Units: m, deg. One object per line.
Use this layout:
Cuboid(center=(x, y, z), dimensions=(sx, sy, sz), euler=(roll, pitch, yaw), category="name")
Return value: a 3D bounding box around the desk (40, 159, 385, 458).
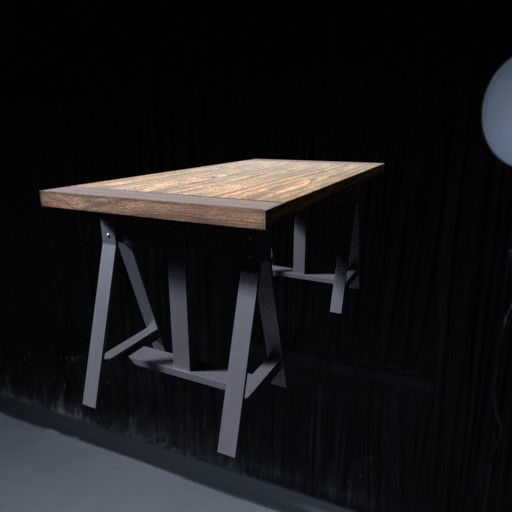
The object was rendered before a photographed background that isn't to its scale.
Cuboid(center=(0.000, 0.000, 1.965), dimensions=(0.784, 0.725, 1.543), euler=(8, 18, 25), category="desk")
